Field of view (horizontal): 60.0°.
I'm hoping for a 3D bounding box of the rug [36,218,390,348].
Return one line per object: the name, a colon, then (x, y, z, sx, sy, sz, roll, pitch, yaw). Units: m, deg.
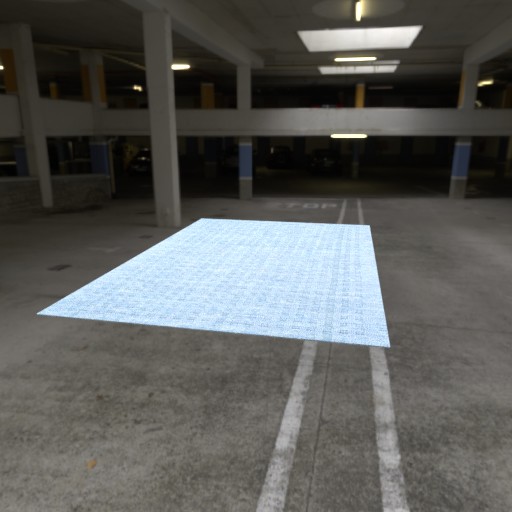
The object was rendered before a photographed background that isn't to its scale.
rug: (0.000, 0.000, 2.904, 1.522, 0.006, 2.286, 3, 16, 11)
